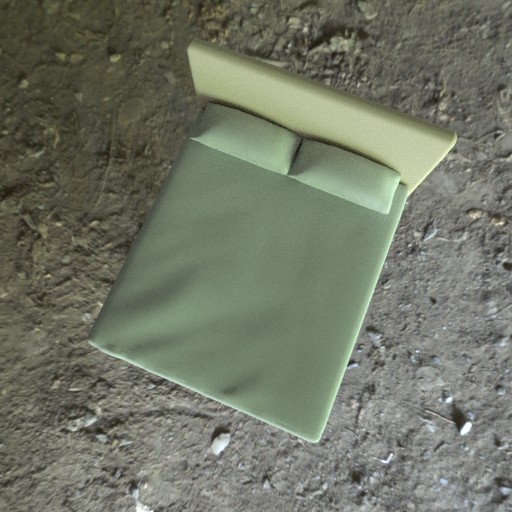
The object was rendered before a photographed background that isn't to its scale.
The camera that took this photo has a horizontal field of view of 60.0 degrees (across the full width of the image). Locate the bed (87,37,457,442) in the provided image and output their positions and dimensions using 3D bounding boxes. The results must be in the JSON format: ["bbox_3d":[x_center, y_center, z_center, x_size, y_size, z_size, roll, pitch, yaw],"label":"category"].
[{"bbox_3d":[0.000,0.000,3.197,1.884,1.330,2.142,22,78,5],"label":"bed"}]
